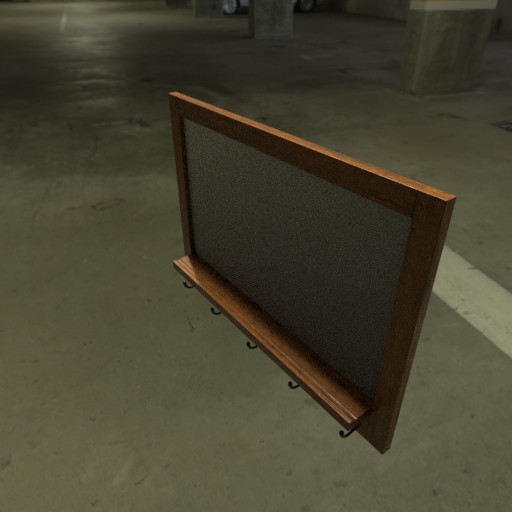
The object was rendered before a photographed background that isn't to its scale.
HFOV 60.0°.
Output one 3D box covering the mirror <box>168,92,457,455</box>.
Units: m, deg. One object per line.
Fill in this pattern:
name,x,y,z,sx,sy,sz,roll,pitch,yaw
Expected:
mirror,0.000,0.000,0.953,0.084,0.537,0.758,-22,38,-30
